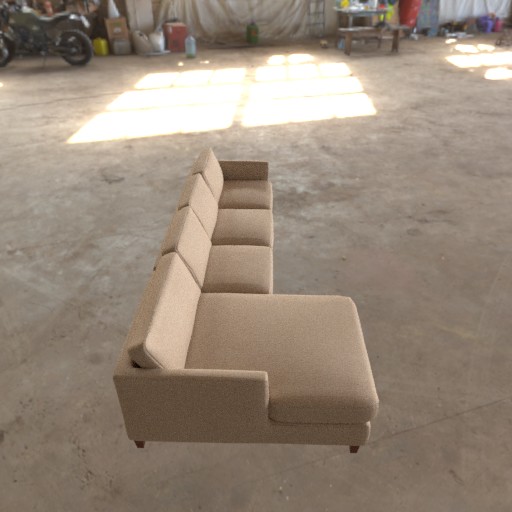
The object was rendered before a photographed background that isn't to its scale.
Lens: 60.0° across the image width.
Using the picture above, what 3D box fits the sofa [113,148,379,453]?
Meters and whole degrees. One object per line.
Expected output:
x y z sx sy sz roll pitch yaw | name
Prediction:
0.000 0.000 3.809 1.502 0.876 3.201 1 34 1 | sofa
